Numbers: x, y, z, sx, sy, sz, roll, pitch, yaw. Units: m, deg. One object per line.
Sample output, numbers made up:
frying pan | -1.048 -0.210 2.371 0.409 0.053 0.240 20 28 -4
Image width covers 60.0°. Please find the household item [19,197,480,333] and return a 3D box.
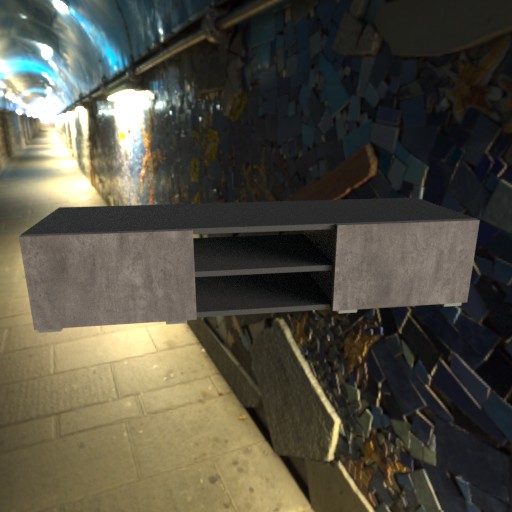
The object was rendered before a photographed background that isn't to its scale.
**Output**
household item | 0.000 0.000 1.576 1.400 0.310 0.420 -3 18 -8
